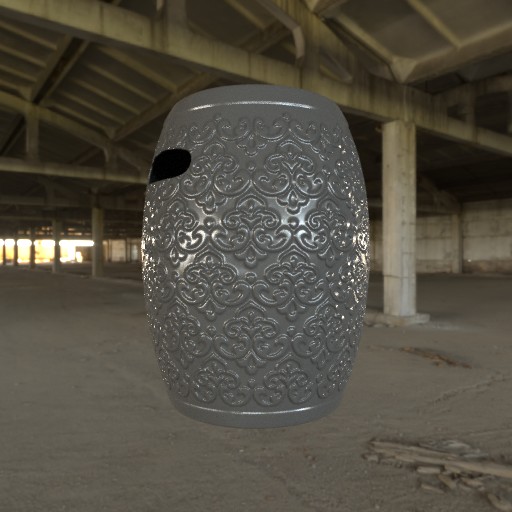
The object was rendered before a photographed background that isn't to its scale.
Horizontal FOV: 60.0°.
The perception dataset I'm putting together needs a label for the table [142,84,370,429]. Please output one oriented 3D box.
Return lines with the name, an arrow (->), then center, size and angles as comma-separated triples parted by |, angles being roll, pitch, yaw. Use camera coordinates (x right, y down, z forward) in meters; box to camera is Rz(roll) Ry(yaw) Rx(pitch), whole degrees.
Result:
table -> 0.000, 0.000, 0.620 | 0.309, 0.397, 0.309 | 0, 0, 0
